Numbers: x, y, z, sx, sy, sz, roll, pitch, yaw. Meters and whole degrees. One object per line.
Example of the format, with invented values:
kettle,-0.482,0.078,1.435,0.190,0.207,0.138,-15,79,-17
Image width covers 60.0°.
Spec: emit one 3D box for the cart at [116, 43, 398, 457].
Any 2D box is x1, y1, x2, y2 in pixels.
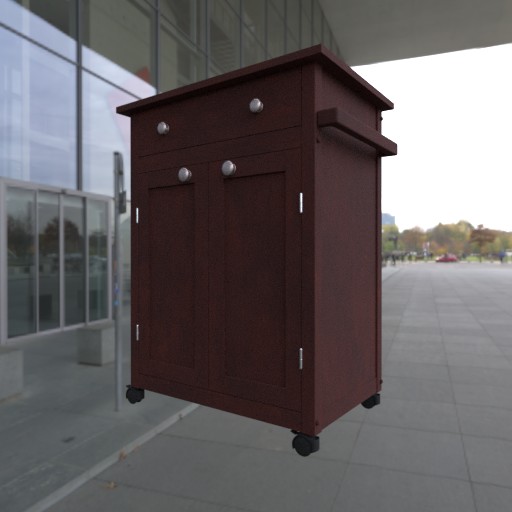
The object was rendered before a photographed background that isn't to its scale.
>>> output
cart,0.000,0.000,1.267,0.683,0.864,0.442,0,0,36
